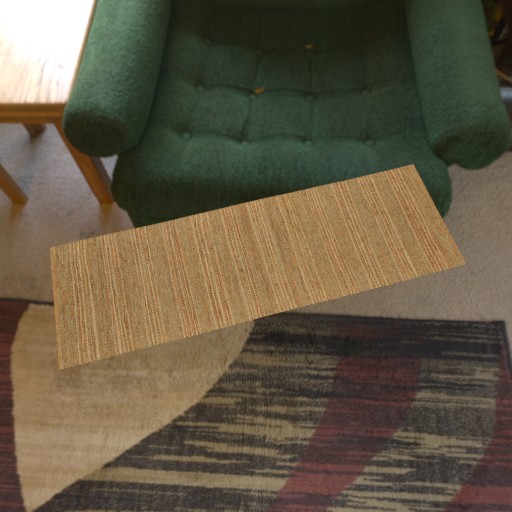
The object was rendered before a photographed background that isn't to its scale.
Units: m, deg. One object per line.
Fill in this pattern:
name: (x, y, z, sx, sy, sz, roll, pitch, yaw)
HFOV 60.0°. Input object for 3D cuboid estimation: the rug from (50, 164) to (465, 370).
rug: (0.000, 0.000, 2.725, 2.438, 0.006, 0.783, -14, 65, -7)
